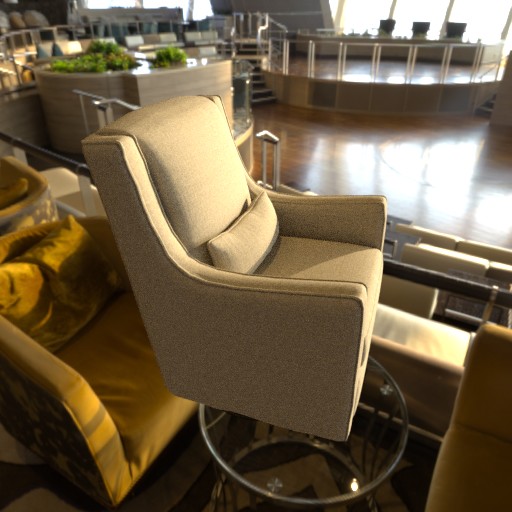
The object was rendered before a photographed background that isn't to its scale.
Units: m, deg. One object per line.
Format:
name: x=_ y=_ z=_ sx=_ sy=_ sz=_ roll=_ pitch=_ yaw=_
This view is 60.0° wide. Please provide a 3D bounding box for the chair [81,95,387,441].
chair: x=0.000 y=0.000 z=1.586 sx=0.879 sy=0.993 sz=0.732 roll=10 pitch=32 yaw=16
